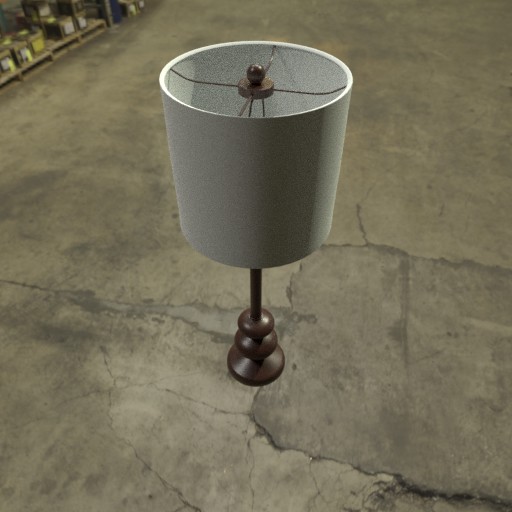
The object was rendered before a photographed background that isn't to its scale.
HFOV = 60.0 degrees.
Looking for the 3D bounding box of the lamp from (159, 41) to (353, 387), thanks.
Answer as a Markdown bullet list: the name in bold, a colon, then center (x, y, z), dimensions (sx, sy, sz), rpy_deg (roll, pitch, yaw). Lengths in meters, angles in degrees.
- **lamp**: center (0.000, 0.000, 0.815), dimensions (0.254, 0.690, 0.254), rpy_deg (9, 44, 10)
